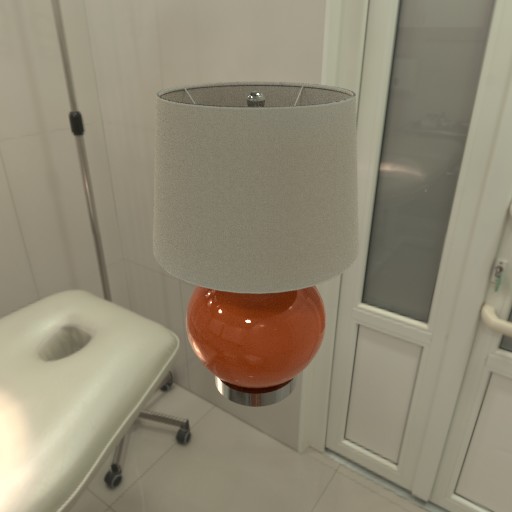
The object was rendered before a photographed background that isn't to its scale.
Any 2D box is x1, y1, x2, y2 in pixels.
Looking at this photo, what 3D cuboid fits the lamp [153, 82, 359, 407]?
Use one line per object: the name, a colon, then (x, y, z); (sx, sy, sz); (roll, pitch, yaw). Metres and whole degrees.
lamp: (0.000, 0.000, 0.552); (0.247, 0.387, 0.247); (0, 27, 0)
